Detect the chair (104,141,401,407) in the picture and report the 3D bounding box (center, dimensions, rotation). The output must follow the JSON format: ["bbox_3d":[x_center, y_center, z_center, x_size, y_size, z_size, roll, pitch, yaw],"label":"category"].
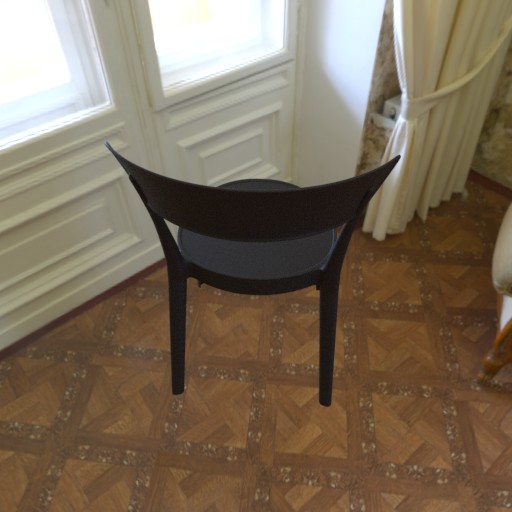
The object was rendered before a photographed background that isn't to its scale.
[{"bbox_3d":[0.000,0.000,1.109,0.506,0.790,0.491,3,46,3],"label":"chair"}]
